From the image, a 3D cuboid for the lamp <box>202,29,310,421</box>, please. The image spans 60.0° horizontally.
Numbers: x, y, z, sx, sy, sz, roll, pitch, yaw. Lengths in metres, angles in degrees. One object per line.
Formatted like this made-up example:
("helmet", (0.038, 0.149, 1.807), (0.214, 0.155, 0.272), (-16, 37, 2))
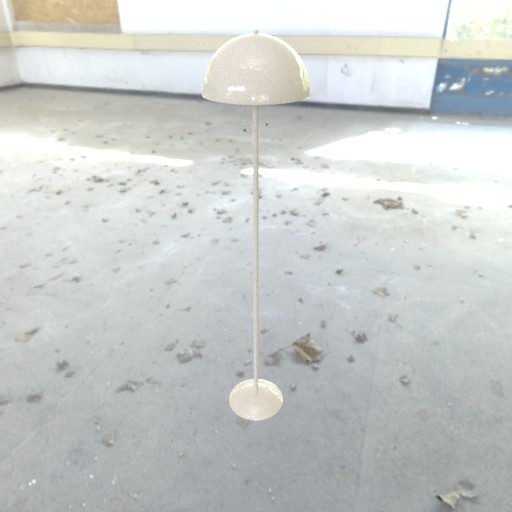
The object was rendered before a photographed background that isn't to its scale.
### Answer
("lamp", (0.000, 0.000, 1.625), (0.328, 1.480, 0.328), (10, 31, 17))
